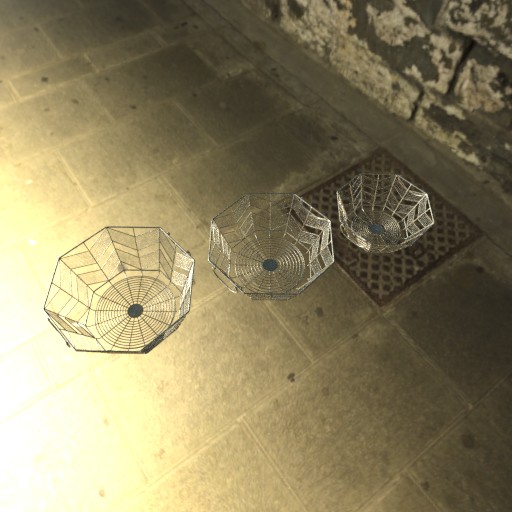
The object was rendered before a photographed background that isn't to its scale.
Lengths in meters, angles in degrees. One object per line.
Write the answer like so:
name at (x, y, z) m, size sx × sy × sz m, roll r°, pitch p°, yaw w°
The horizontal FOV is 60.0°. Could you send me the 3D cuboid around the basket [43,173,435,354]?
basket at (0.000, 0.000, 1.402) m, size 1.246 × 0.178 × 0.432 m, roll -18°, pitch 59°, yaw -11°
